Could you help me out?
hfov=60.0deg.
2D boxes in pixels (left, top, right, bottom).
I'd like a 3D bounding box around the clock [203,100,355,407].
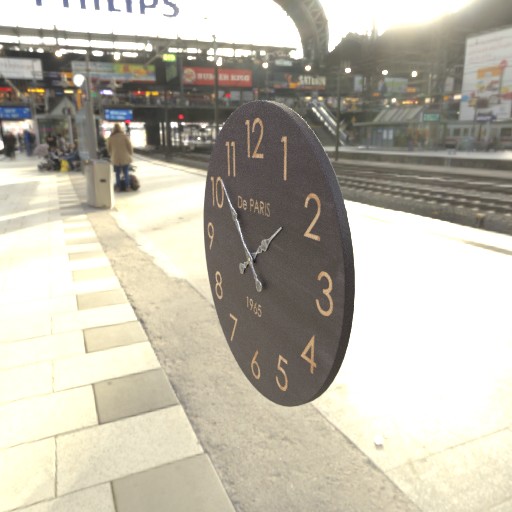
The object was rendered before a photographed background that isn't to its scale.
[{"bbox_3d":[0.000,0.000,0.899,0.029,0.595,0.595,-7,17,-25],"label":"clock"}]
